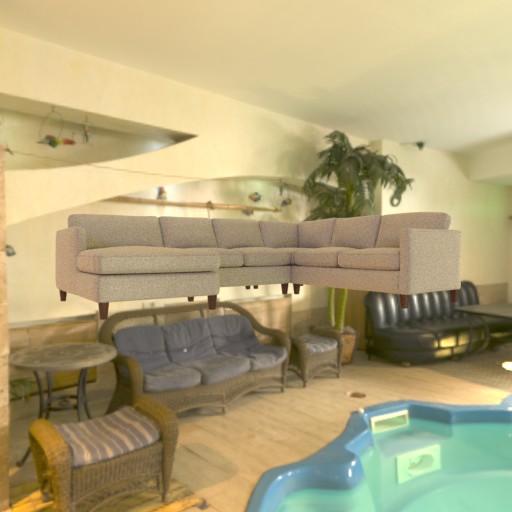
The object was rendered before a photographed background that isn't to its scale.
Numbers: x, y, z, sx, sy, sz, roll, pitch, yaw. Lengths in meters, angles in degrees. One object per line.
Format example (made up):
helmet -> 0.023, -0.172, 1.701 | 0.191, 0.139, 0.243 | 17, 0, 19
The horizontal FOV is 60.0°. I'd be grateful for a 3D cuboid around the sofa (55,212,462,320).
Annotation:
sofa -> 0.000, 0.000, 4.637 | 3.460, 0.959, 2.593 | -1, 1, -35
